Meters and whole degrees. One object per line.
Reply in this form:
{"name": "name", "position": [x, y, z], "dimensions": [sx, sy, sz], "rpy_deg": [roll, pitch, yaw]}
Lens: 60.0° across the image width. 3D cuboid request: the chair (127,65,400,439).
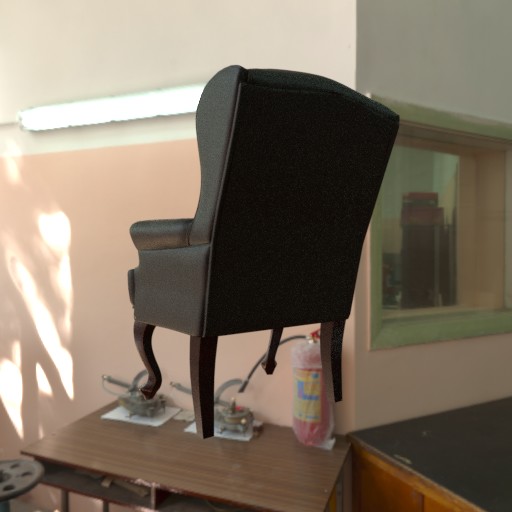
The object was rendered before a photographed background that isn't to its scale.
{"name": "chair", "position": [0.000, 0.000, 1.673], "dimensions": [0.831, 1.133, 0.822], "rpy_deg": [-1, 1, -35]}
